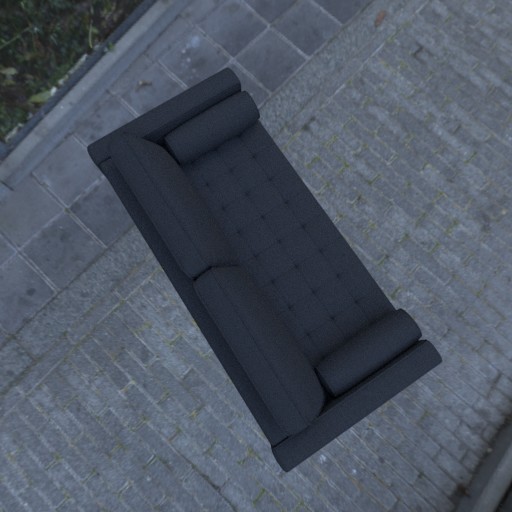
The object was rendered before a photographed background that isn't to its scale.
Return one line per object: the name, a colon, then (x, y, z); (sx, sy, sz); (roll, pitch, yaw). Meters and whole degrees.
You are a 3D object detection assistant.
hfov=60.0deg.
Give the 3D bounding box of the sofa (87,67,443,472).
sofa: (0.000, 0.000, 2.360); (0.914, 0.759, 1.875); (-32, 79, -7)
